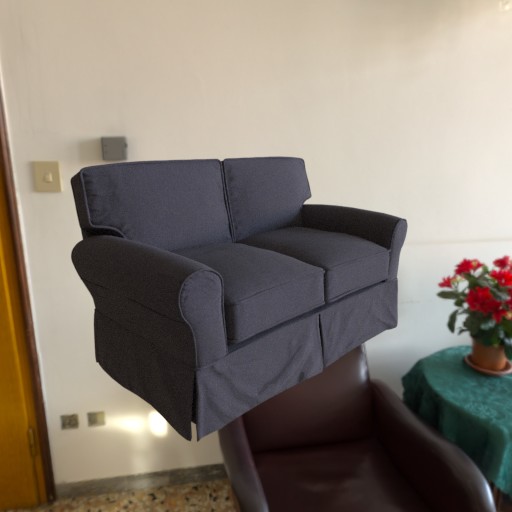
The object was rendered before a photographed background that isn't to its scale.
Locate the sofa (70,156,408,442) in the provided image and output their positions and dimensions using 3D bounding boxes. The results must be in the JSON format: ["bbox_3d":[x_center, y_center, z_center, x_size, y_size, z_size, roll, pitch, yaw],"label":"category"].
[{"bbox_3d":[0.000,0.000,2.492,0.997,1.059,1.801,14,20,43],"label":"sofa"}]
